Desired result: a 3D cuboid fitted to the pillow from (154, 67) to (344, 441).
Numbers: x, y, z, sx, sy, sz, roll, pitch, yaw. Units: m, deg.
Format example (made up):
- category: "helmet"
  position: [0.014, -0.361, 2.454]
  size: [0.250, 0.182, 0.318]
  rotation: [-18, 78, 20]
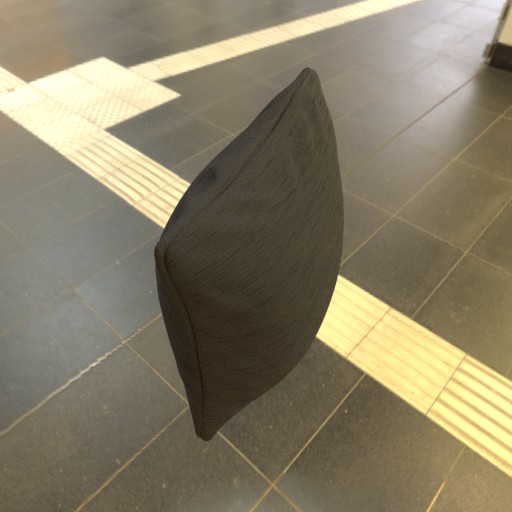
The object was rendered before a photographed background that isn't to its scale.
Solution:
- category: "pillow"
  position: [0.000, 0.000, 0.671]
  size: [0.246, 0.414, 0.432]
  rotation: [17, 48, 16]
